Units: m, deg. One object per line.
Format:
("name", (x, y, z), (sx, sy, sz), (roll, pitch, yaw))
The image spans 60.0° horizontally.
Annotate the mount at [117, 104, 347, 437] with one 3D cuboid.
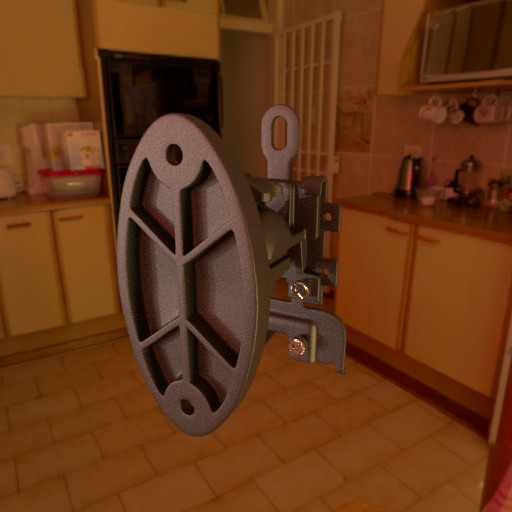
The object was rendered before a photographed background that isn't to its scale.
("mount", (0.000, 0.000, 0.179), (0.066, 0.118, 0.100), (8, 19, 26))
